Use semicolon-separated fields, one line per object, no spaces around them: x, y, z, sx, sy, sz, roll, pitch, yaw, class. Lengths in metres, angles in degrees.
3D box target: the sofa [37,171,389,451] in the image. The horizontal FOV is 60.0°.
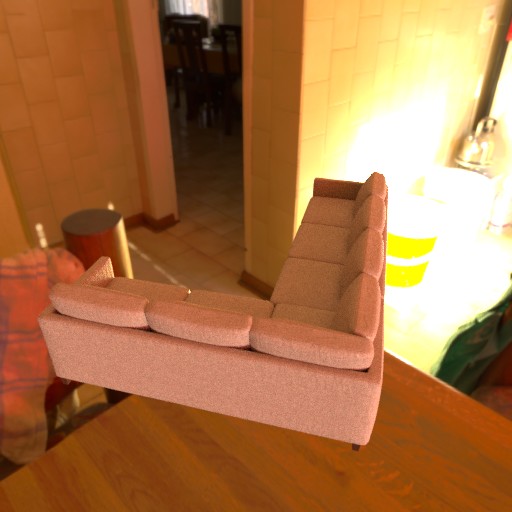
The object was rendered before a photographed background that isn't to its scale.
0.000;0.000;4.459;2.522;0.934;3.333;8;33;13;sofa
